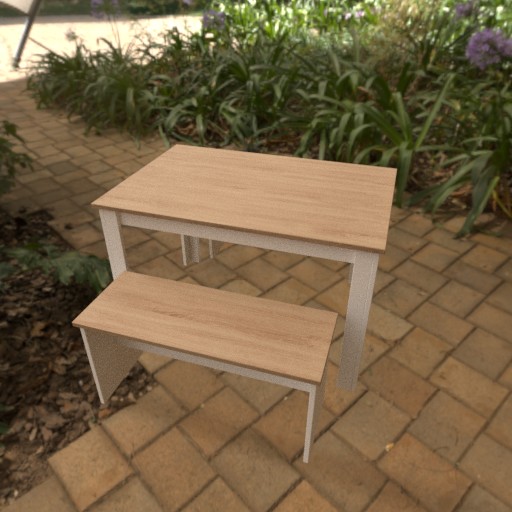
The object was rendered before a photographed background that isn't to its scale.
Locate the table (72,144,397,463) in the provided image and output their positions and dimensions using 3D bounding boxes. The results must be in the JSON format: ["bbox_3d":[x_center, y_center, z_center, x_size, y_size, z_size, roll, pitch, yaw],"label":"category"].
[{"bbox_3d":[0.000,0.000,2.033,1.100,0.700,1.443,10,34,15],"label":"table"}]
